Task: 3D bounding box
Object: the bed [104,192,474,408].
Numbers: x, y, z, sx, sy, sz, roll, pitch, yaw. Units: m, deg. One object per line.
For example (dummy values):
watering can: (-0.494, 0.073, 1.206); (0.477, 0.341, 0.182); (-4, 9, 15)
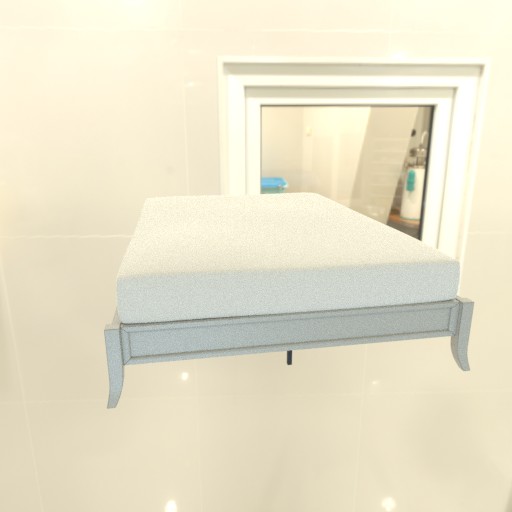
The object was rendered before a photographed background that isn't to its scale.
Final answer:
bed: (0.000, 0.000, 2.594); (1.460, 0.510, 1.985); (-3, 16, -10)
